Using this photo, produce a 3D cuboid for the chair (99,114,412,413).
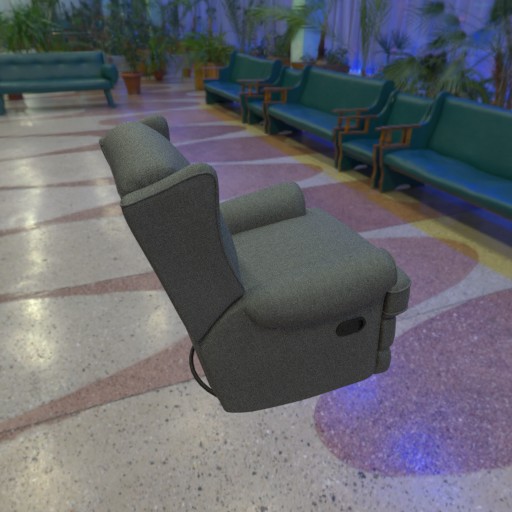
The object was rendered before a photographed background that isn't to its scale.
[{"bbox_3d":[0.000,0.000,1.702,0.969,1.011,0.847,-11,32,-19],"label":"chair"}]
